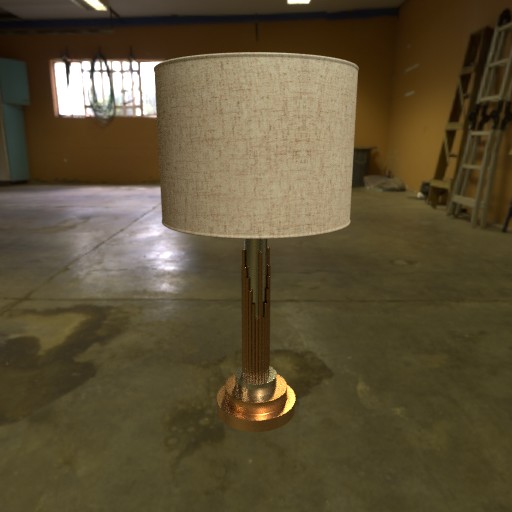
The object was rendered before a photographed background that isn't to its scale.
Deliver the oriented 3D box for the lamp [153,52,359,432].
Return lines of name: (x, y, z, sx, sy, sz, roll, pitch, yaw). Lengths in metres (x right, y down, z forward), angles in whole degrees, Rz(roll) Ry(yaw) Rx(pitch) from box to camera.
lamp: (0.000, 0.000, 0.787, 0.321, 0.610, 0.321, -14, 20, -43)
